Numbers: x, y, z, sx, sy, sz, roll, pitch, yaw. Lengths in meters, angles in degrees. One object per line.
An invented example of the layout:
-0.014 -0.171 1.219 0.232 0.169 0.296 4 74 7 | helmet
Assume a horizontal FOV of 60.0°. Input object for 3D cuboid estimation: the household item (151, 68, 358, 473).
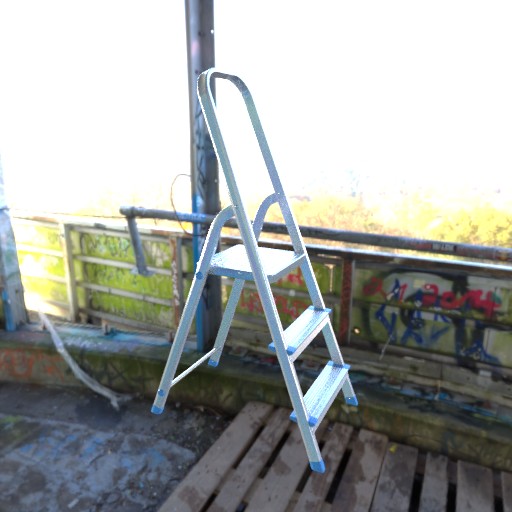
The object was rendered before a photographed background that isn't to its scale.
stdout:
0.000 0.000 1.545 0.687 1.215 0.420 8 18 26 | household item
